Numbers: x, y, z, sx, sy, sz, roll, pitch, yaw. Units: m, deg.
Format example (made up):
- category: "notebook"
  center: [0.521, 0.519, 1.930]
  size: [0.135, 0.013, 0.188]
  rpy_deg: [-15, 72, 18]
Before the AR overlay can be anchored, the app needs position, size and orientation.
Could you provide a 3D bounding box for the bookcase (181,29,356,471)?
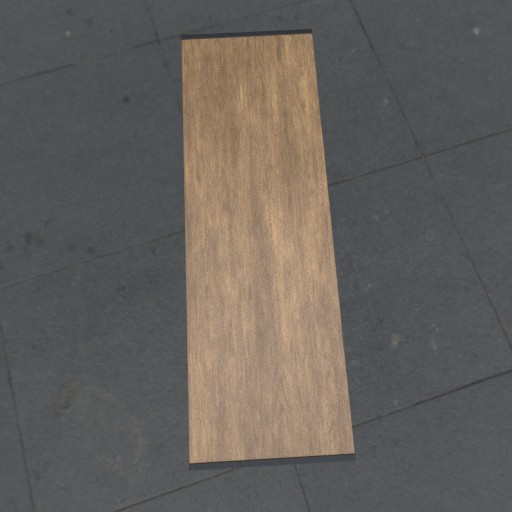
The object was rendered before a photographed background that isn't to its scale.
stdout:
- category: "bookcase"
  center: [0.000, 0.000, 1.478]
  size: [0.391, 0.712, 1.149]
  rpy_deg: [-3, 76, -1]
